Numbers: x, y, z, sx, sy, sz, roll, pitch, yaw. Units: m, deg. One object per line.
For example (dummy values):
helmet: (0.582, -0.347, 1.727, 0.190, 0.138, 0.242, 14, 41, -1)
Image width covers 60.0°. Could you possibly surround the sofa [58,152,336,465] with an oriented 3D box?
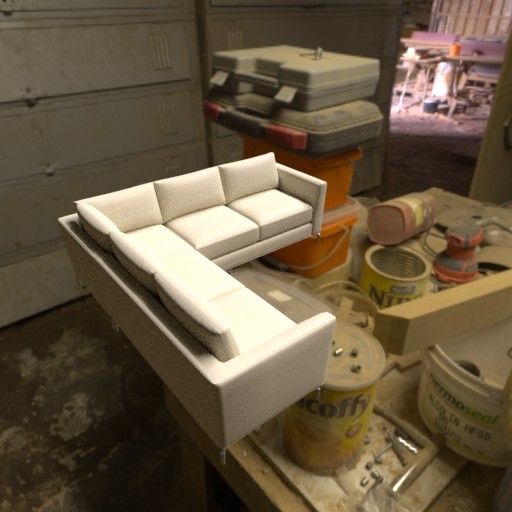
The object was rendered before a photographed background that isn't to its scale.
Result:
sofa: (0.000, 0.000, 3.743, 2.448, 0.867, 2.430, -22, 37, -32)
